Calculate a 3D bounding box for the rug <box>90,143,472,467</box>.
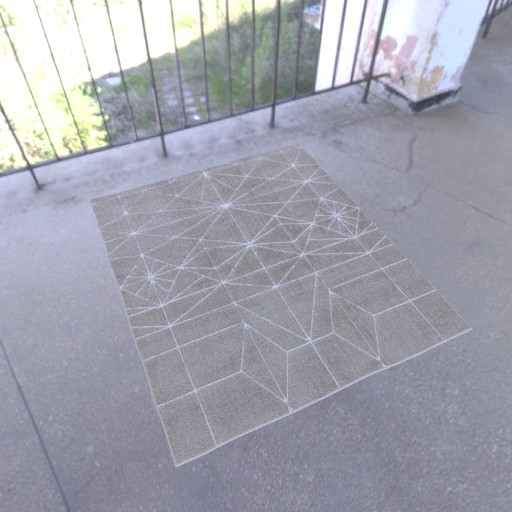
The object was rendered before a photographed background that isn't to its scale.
[{"bbox_3d":[0.000,0.000,0.899,0.548,0.006,0.639,-19,50,-17],"label":"rug"}]
